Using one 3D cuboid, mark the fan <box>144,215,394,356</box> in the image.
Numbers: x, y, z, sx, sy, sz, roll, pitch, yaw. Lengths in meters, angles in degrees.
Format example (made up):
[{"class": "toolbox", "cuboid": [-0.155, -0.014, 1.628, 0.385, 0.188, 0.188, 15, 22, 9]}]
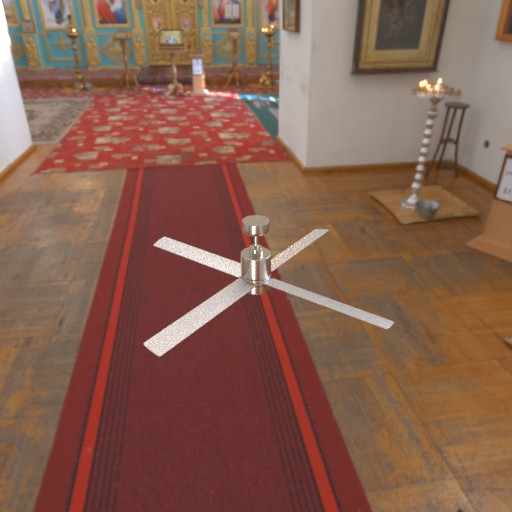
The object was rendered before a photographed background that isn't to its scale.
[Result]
[{"class": "fan", "cuboid": [0.000, 0.000, 2.043, 1.322, 0.355, 1.322, 19, 33, 31]}]
